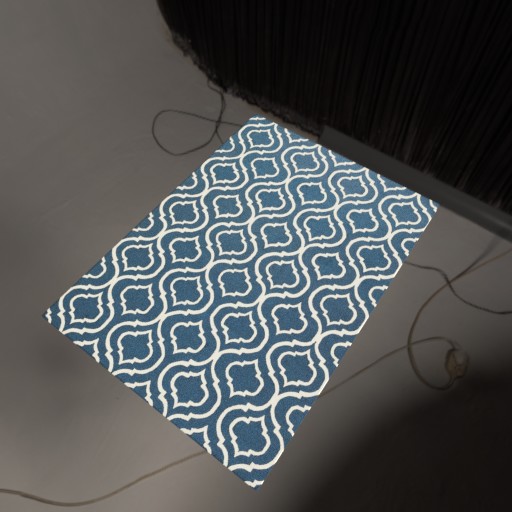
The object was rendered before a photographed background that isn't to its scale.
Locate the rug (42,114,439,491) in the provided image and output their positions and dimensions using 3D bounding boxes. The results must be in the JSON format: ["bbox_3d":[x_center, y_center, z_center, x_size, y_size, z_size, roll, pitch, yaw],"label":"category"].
[{"bbox_3d":[0.000,0.000,4.402,2.438,0.010,3.353,32,63,18],"label":"rug"}]
